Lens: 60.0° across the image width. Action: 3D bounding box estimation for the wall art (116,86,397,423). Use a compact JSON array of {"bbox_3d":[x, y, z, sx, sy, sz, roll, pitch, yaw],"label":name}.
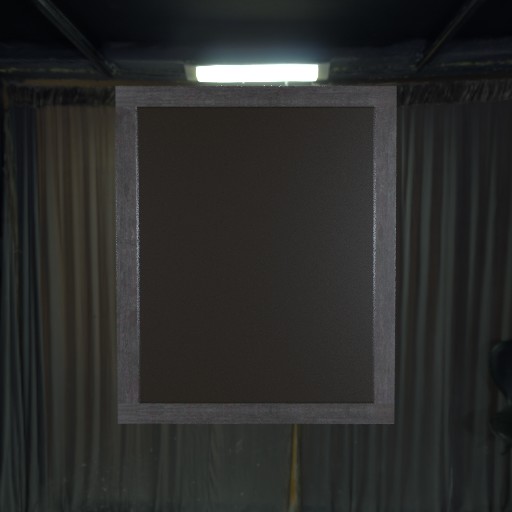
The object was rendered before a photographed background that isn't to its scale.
[{"bbox_3d":[0.000,0.000,0.775,0.479,0.580,0.027,0,1,0],"label":"wall art"}]
